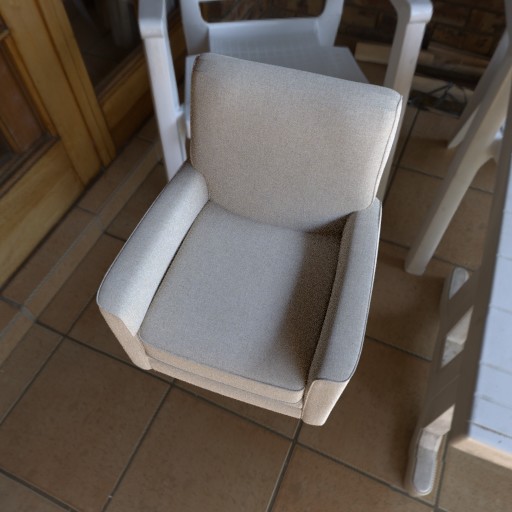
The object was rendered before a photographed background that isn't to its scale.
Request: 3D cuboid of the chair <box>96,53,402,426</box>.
[{"bbox_3d":[0.000,0.000,1.598,0.845,1.023,0.859,15,58,10],"label":"chair"}]
